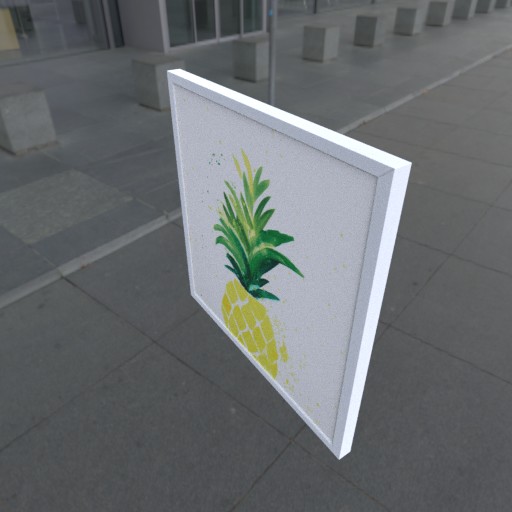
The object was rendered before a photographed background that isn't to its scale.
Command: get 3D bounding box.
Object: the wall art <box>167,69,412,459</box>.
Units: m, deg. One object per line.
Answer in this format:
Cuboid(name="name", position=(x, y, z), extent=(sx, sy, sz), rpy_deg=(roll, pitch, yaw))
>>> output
Cuboid(name="wall art", position=(0.000, 0.000, 1.130), extent=(0.038, 0.761, 0.763), rpy_deg=(-22, 40, -28))
